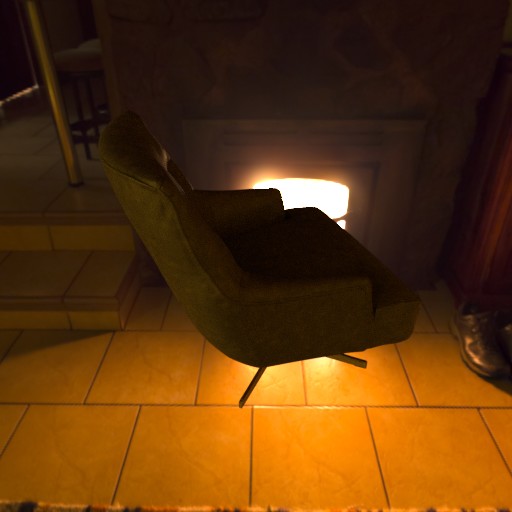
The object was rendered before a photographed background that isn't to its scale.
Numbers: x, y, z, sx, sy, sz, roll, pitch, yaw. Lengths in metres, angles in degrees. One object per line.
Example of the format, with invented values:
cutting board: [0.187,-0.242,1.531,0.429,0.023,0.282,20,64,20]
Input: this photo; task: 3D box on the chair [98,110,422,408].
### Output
chair: [0.000,0.000,1.495,0.874,0.870,0.738,-10,33,-16]
